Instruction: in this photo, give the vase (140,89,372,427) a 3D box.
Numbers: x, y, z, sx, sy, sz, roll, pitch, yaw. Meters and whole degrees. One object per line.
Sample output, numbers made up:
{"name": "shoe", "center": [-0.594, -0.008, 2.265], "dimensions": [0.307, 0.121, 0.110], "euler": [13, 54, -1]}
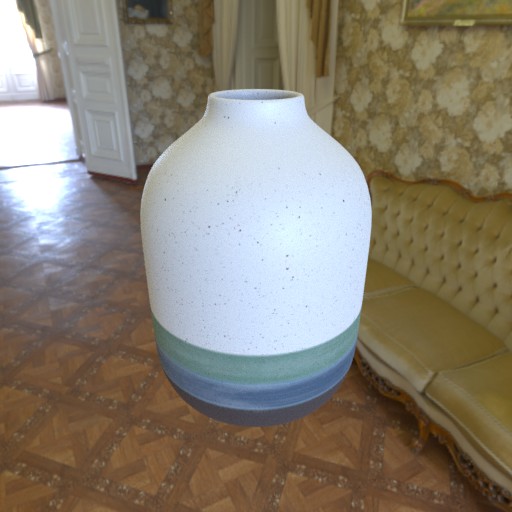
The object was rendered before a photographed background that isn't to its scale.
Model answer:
{"name": "vase", "center": [0.000, 0.000, 0.348], "dimensions": [0.169, 0.240, 0.169], "euler": [0, 27, 0]}
